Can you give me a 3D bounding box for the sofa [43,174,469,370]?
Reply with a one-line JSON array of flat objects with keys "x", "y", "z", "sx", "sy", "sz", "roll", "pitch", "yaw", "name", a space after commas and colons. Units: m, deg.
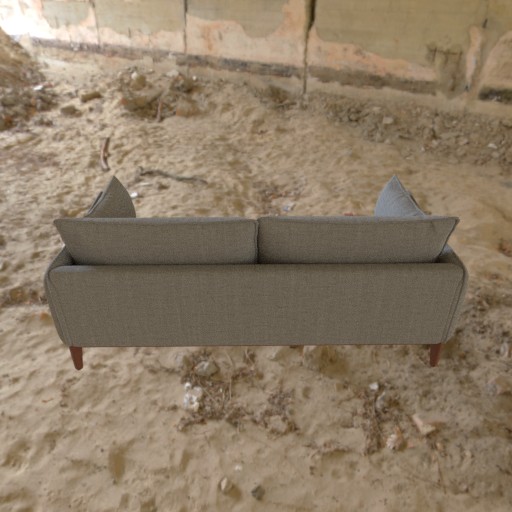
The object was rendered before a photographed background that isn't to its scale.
[{"x": 0.000, "y": 0.000, "z": 2.475, "sx": 1.989, "sy": 0.851, "sz": 0.972, "roll": 0, "pitch": 32, "yaw": -1, "name": "sofa"}]
